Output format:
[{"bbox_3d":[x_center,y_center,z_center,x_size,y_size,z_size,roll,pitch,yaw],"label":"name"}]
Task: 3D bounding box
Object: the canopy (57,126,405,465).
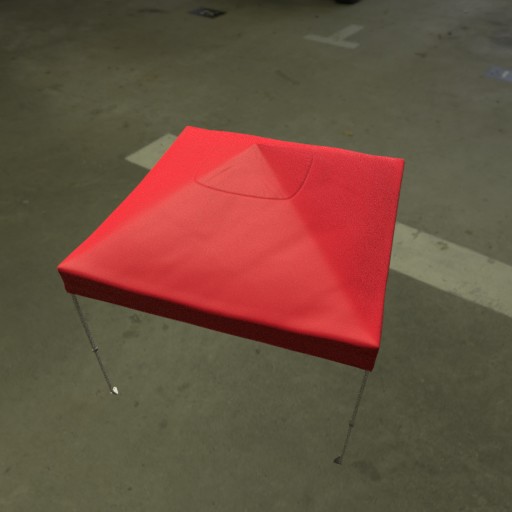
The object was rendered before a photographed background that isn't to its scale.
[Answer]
[{"bbox_3d":[0.000,0.000,5.349,2.996,2.997,2.998,12,44,13],"label":"canopy"}]
